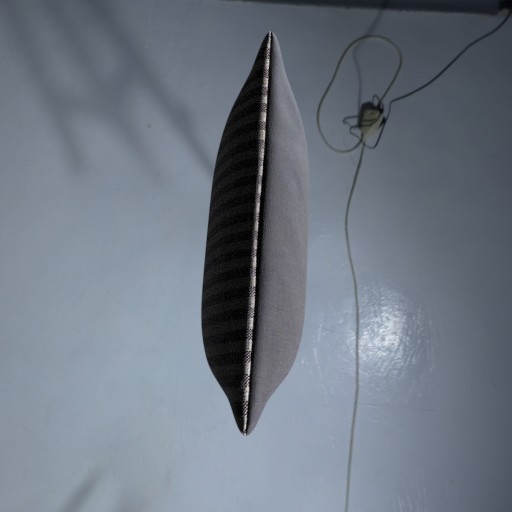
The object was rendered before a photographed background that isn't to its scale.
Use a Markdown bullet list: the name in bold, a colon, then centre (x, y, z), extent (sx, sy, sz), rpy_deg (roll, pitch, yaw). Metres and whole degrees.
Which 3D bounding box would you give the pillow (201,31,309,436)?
- **pillow**: centre (0.000, 0.000, 0.782), extent (0.166, 0.506, 0.523), rpy_deg (3, 76, 1)
